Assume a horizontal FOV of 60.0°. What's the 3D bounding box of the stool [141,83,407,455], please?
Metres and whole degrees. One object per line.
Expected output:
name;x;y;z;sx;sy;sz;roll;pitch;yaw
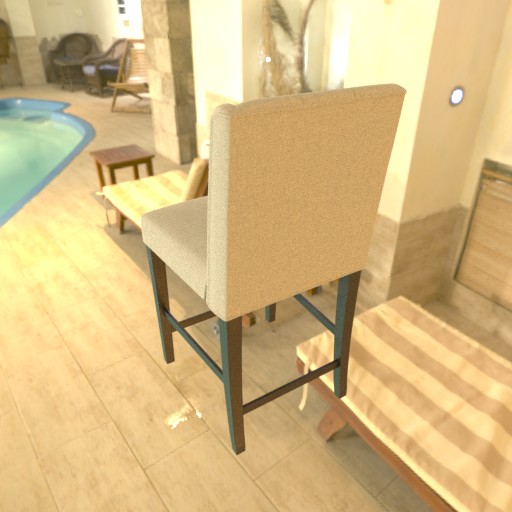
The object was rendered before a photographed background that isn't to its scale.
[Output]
stool;0.000;0.000;1.232;0.474;0.939;0.509;-18;34;-28
